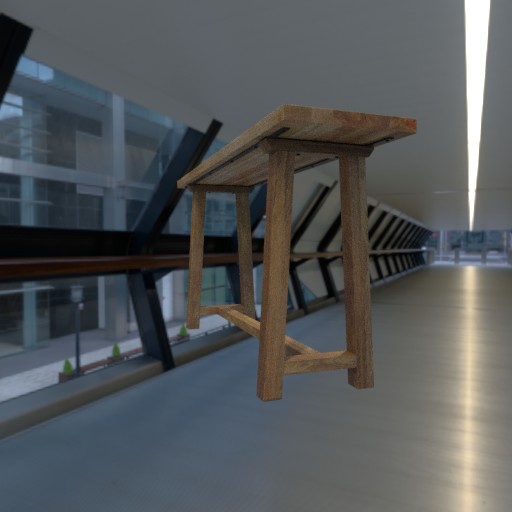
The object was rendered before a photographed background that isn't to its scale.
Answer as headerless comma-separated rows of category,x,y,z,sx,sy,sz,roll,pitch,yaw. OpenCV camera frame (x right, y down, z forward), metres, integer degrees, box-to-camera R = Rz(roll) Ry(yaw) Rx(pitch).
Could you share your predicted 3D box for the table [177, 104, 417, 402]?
table,0.000,0.000,1.898,0.405,0.810,1.524,-1,2,-20
